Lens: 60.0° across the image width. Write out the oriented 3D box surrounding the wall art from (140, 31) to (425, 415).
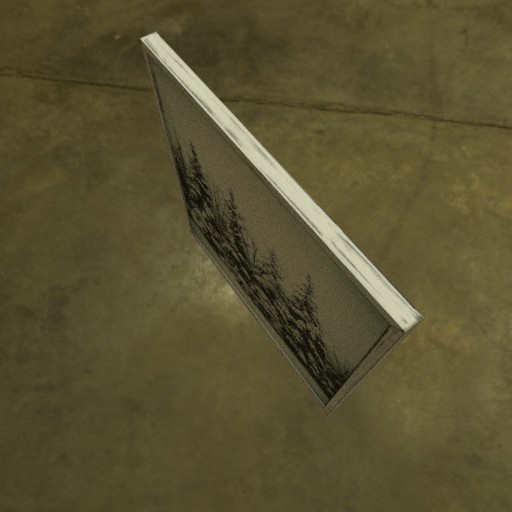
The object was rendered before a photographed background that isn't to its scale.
[{"bbox_3d":[0.000,0.000,1.096,0.037,0.761,0.761,-32,67,-16],"label":"wall art"}]
